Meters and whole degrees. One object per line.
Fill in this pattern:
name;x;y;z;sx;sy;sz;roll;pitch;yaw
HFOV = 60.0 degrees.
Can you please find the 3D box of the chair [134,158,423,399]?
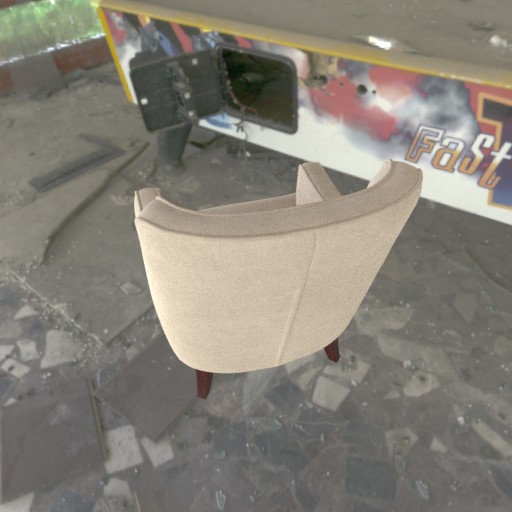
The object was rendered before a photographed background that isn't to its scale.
chair;0.000;0.000;1.601;0.781;0.920;0.910;-12;42;-13
